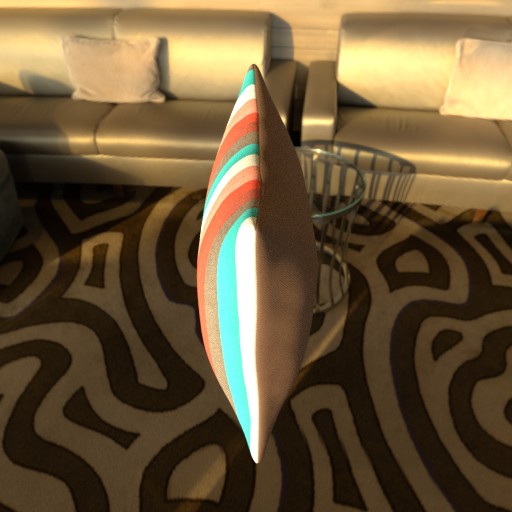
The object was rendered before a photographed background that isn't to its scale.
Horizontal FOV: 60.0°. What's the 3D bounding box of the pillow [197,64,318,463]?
[{"bbox_3d":[0.000,0.000,0.692,0.168,0.443,0.453,0,40,0],"label":"pillow"}]
